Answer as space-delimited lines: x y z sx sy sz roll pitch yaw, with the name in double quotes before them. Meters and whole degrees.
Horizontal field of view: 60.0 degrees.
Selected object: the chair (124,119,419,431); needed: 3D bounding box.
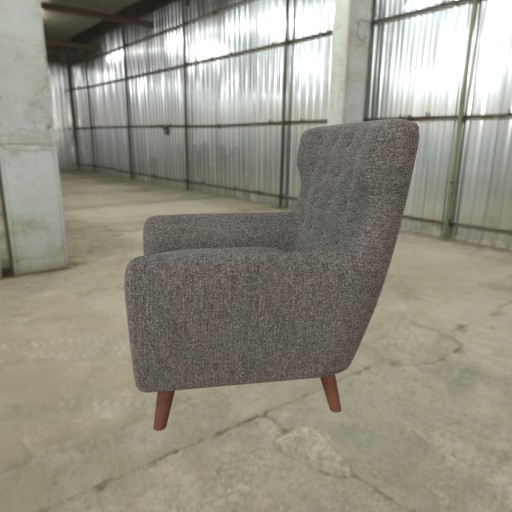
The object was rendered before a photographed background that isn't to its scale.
"chair" 0.000 0.000 1.776 0.940 1.039 0.889 -2 15 -9
